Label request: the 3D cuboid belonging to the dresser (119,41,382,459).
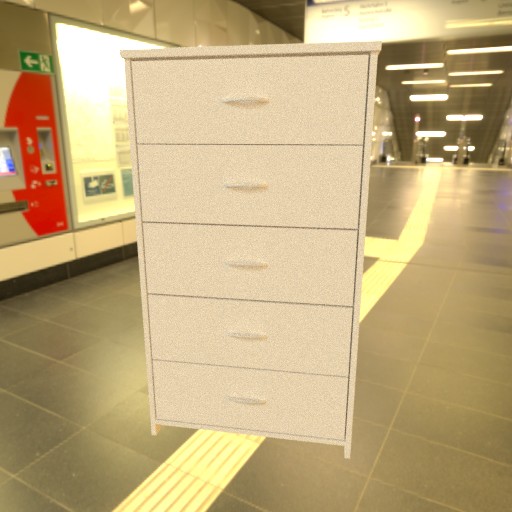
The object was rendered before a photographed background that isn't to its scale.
[{"bbox_3d":[0.000,0.000,1.513,0.704,1.255,0.399,3,16,10],"label":"dresser"}]
